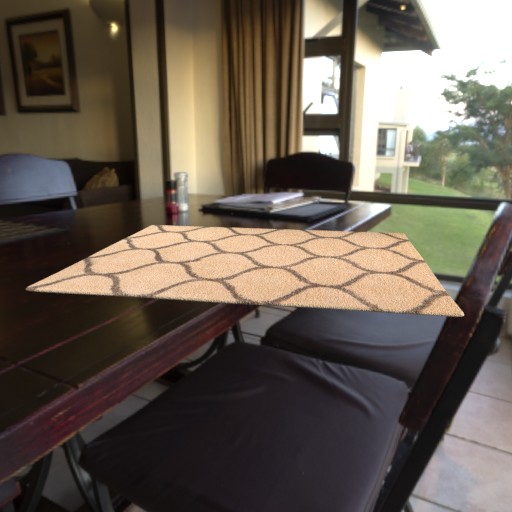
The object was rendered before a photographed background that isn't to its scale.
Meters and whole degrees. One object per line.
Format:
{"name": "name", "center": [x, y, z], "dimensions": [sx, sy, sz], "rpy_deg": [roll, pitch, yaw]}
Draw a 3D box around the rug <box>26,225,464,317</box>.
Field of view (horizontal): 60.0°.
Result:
{"name": "rug", "center": [0.000, 0.000, 4.098], "dimensions": [3.000, 0.026, 2.399], "rpy_deg": [2, 15, 9]}
